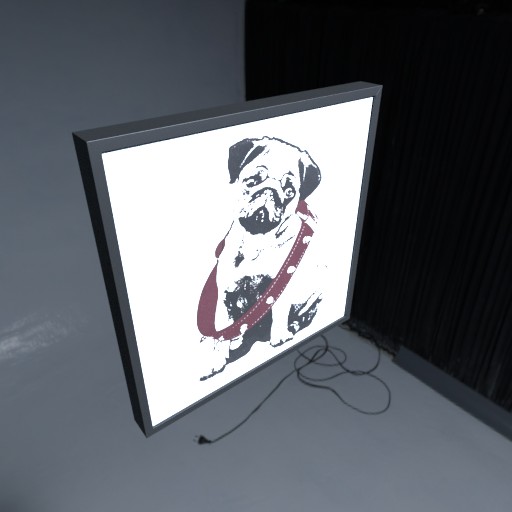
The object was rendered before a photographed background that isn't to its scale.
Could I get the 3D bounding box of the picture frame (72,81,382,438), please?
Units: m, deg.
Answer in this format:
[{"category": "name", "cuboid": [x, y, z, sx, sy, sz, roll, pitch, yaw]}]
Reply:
[{"category": "picture frame", "cuboid": [0.000, 0.000, 0.478, 0.317, 0.317, 0.030, -22, 38, -32]}]
